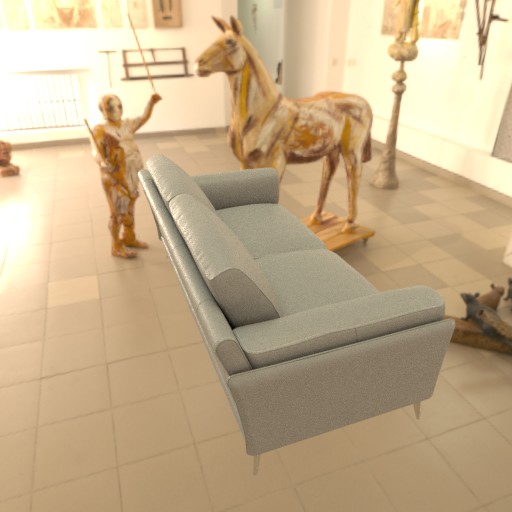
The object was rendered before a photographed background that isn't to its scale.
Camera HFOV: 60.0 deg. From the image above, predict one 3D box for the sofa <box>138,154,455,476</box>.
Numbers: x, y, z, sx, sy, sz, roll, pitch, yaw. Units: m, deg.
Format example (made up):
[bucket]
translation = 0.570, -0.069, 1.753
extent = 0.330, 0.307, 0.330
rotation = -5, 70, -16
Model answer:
[sofa]
translation = 0.000, 0.000, 2.607
extent = 1.049, 0.930, 2.101
rotation = -10, 30, -18
